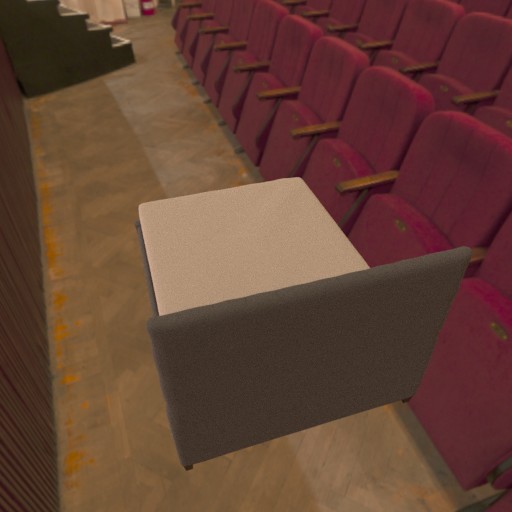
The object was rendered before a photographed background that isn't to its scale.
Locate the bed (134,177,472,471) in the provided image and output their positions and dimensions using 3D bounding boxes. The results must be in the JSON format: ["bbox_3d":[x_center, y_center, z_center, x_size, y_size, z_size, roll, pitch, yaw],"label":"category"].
[{"bbox_3d":[0.000,0.000,3.348,1.698,1.427,2.231,-12,42,-13],"label":"bed"}]
